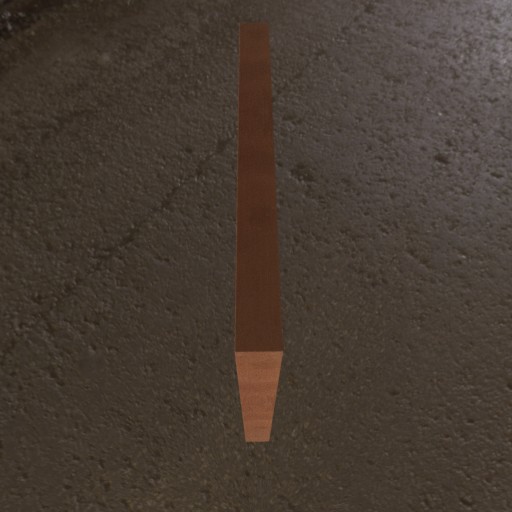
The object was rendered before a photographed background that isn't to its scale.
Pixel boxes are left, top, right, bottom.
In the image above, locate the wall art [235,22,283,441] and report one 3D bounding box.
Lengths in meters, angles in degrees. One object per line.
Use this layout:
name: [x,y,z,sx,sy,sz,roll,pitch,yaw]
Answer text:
wall art: [0.000,0.000,0.593,0.035,0.403,0.403,-1,59,0]
